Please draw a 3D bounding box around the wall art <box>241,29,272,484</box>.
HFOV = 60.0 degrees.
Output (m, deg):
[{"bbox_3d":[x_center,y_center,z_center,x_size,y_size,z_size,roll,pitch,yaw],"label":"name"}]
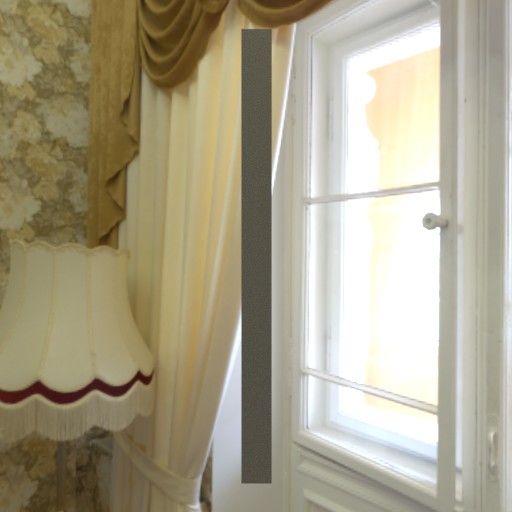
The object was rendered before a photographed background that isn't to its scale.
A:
[{"bbox_3d":[0.000,0.000,0.767,0.037,0.554,0.453,0,0,0],"label":"wall art"}]
